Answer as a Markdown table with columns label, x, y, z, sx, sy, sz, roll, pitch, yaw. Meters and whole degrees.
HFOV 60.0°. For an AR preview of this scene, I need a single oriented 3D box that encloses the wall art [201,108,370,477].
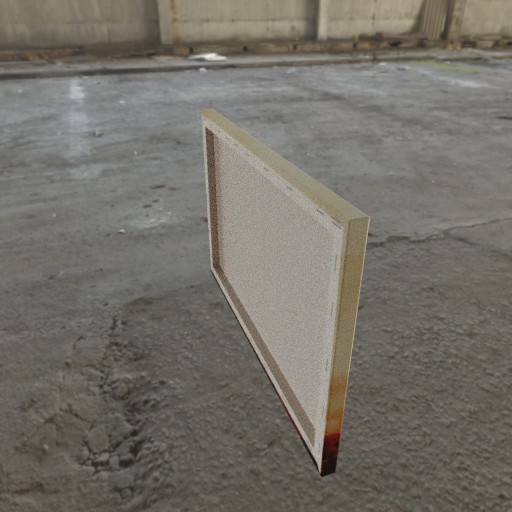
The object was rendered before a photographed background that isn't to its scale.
| label | x | y | z | sx | sy | sz | roll | pitch | yaw |
| --- | --- | --- | --- | --- | --- | --- | --- | --- | --- |
| wall art | 0.000 | 0.000 | 1.187 | 0.038 | 0.602 | 0.918 | -10 | 30 | -17 |
